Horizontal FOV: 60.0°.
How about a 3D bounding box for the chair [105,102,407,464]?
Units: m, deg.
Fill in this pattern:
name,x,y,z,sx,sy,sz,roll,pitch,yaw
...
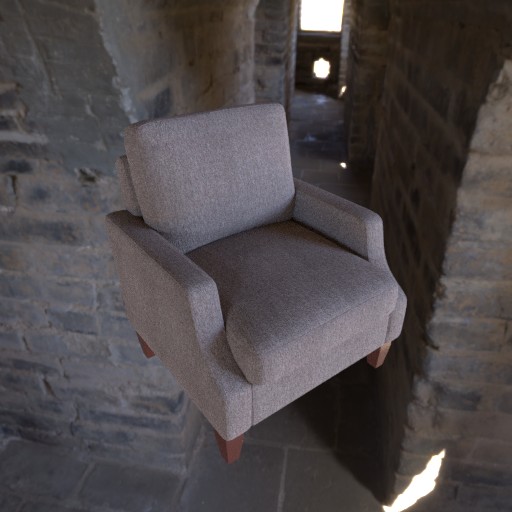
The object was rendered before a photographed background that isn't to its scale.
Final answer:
name,x,y,z,sx,sy,sz,roll,pitch,yaw
chair,0.000,0.000,1.690,0.855,0.993,0.897,-21,36,-31
